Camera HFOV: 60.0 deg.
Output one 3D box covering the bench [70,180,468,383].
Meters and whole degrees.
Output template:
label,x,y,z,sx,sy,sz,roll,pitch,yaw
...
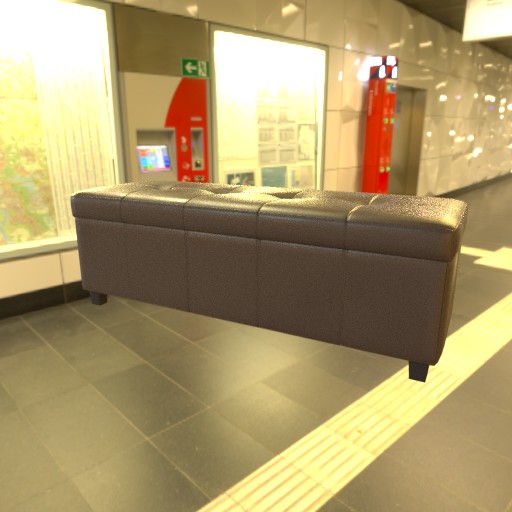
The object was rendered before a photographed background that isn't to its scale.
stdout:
label,x,y,z,sx,sy,sz,roll,pitch,yaw
bench,0.000,0.000,1.463,1.219,0.417,0.450,8,18,26
